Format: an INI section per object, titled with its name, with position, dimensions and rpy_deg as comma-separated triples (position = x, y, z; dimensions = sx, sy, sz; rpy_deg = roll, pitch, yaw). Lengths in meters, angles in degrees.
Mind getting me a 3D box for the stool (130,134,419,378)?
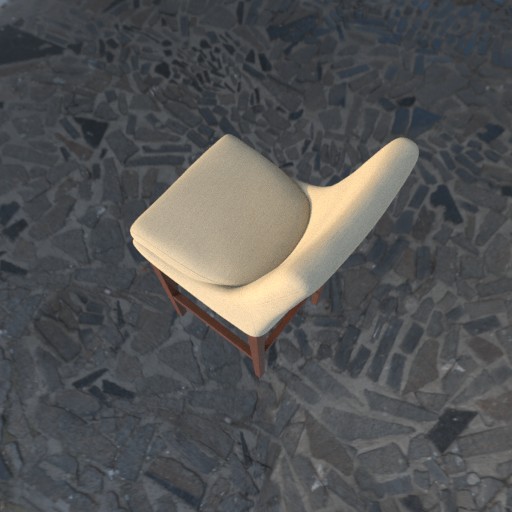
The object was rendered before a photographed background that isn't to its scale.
[stool]
position = 0.000, 0.000, 1.381
dimensions = 0.577, 1.078, 0.470
rpy_deg = 35, 69, 16
